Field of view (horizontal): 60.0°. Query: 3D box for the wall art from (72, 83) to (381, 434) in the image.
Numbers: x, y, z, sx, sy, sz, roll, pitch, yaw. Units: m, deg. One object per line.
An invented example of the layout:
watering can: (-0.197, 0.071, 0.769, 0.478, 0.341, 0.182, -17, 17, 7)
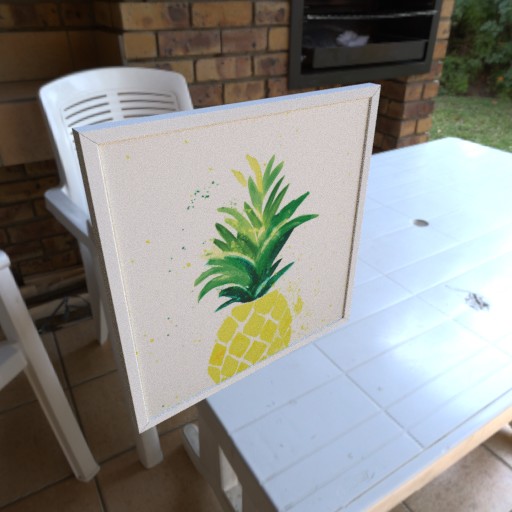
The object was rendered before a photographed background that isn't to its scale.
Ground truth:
wall art: (0.000, 0.000, 1.139, 0.763, 0.761, 0.038, -21, 36, -31)
